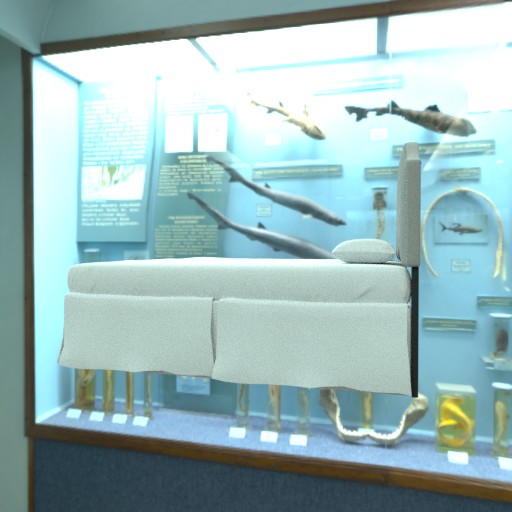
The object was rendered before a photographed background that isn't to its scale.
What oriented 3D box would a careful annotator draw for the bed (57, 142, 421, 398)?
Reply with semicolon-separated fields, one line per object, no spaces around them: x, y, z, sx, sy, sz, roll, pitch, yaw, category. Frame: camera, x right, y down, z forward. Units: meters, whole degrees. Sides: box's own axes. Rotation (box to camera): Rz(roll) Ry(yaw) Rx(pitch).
0.000;0.000;2.997;1.999;1.270;1.558;0;1;17;bed
